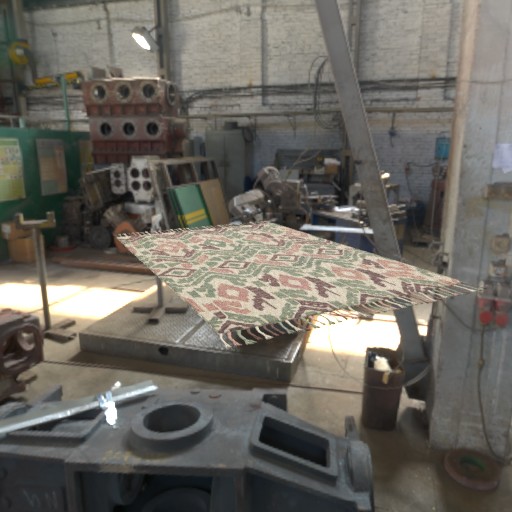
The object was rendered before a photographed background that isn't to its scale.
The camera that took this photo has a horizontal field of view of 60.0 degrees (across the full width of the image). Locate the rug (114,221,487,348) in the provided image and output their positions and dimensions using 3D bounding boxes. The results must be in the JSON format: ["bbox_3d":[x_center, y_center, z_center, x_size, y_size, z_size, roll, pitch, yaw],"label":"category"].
[{"bbox_3d":[0.000,0.000,3.055,1.524,0.011,2.438,-7,16,-27],"label":"rug"}]
